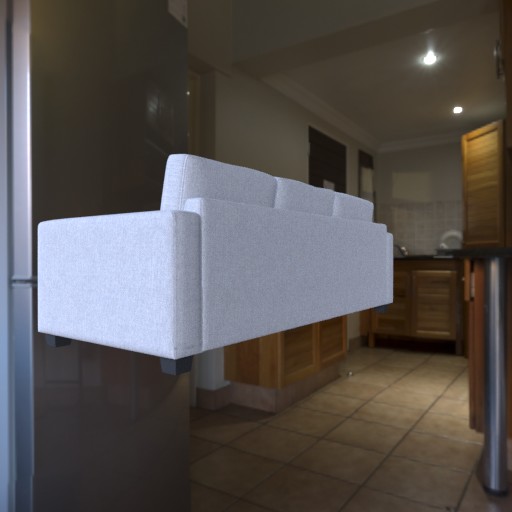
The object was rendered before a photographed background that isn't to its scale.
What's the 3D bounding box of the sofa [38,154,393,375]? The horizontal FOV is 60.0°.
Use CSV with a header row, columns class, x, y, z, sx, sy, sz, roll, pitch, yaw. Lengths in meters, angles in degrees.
class,x,y,z,sx,sy,sz,roll,pitch,yaw
sofa,0.000,0.000,2.567,0.900,0.800,2.120,0,0,36
